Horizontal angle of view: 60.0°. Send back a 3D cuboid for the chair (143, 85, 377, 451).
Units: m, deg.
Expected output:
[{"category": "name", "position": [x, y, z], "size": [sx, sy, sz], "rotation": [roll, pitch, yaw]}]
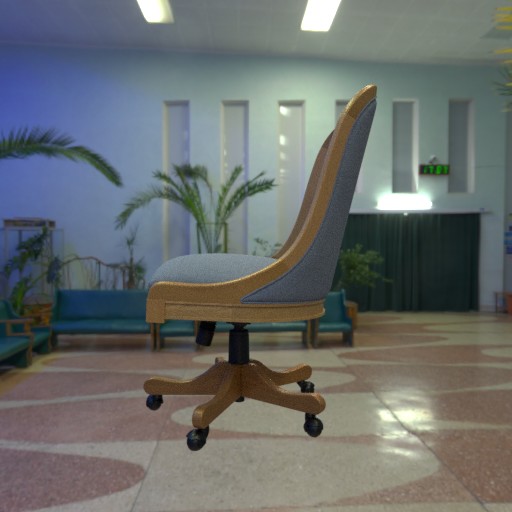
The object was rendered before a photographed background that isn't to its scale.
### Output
[{"category": "chair", "position": [0.000, 0.000, 1.447], "size": [0.735, 1.031, 0.605], "rotation": [0, 1, 1]}]
